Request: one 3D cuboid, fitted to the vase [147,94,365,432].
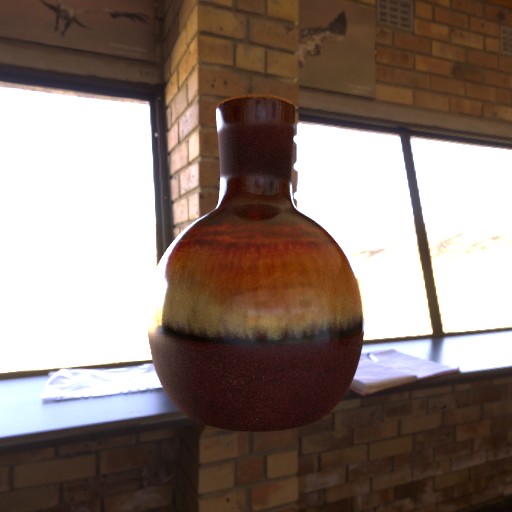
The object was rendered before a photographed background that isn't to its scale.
[{"bbox_3d":[0.000,0.000,0.231,0.111,0.154,0.111,0,0,0],"label":"vase"}]
